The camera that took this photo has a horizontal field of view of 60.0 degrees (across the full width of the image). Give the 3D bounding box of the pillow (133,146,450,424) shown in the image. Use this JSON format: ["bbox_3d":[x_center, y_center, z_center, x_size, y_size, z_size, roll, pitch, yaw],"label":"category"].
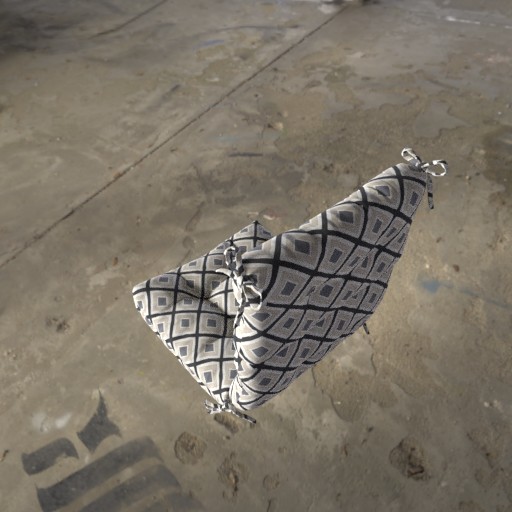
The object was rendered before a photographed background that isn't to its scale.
[{"bbox_3d":[0.000,0.000,1.067,0.519,0.605,0.571,-31,53,-27],"label":"pillow"}]
